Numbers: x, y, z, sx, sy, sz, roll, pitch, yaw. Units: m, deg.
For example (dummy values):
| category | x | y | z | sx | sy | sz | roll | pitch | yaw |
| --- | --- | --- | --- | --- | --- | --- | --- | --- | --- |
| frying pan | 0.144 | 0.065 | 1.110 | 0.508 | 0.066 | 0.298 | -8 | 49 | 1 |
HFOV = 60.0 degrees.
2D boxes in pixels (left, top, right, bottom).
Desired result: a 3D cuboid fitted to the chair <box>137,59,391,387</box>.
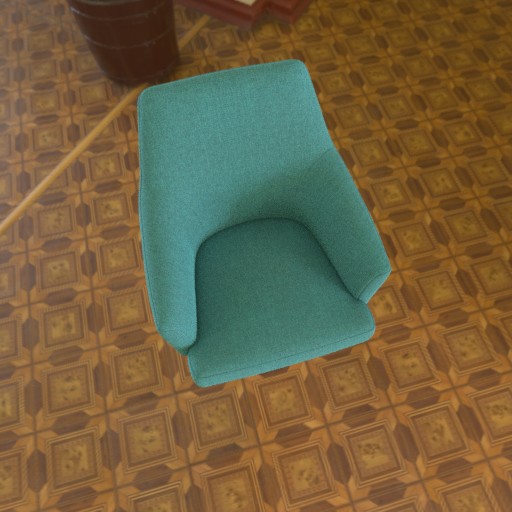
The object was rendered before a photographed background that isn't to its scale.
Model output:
| category | x | y | z | sx | sy | sz | roll | pitch | yaw |
| --- | --- | --- | --- | --- | --- | --- | --- | --- | --- |
| chair | 0.000 | 0.000 | 1.371 | 0.642 | 0.874 | 0.677 | -14 | 63 | -7 |
